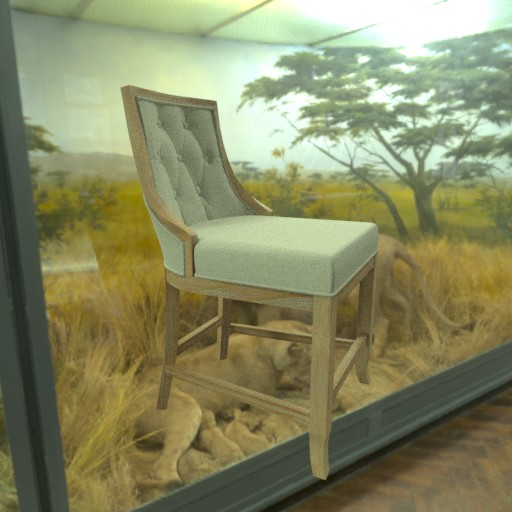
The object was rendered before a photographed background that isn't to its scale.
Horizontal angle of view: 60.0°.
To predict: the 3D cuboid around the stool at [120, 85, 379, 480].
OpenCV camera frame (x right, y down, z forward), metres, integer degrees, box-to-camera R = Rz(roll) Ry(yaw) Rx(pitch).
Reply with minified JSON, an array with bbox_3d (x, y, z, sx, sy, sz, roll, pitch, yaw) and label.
[{"bbox_3d":[0.000,0.000,1.319,0.626,0.938,0.524,6,15,25],"label":"stool"}]
